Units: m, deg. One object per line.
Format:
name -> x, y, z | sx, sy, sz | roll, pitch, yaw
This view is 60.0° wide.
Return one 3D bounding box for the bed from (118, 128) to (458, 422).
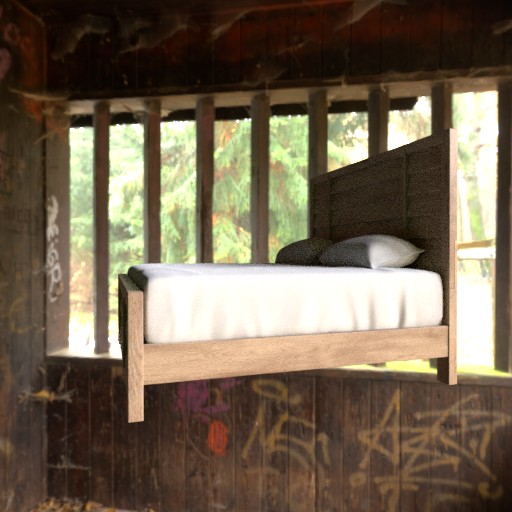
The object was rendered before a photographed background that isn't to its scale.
bed -> 0.000, 0.000, 3.462 | 2.032, 1.626, 2.032 | 0, 0, -19
